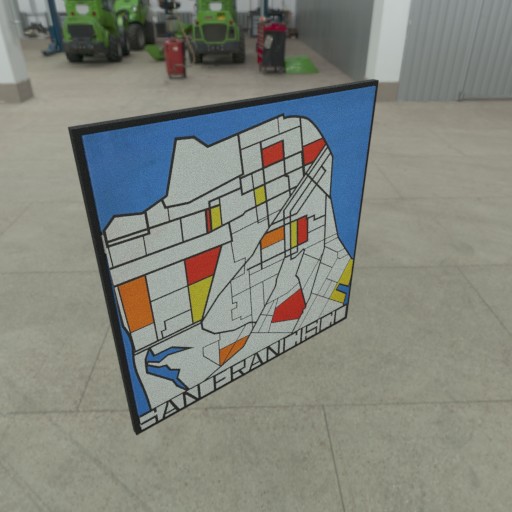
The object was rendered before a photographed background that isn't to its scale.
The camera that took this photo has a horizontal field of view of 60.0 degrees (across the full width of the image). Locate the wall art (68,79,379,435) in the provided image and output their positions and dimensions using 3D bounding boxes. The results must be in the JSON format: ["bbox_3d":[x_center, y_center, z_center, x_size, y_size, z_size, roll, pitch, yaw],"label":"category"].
[{"bbox_3d":[0.000,0.000,0.670,0.458,0.457,0.013,-21,37,-31],"label":"wall art"}]
